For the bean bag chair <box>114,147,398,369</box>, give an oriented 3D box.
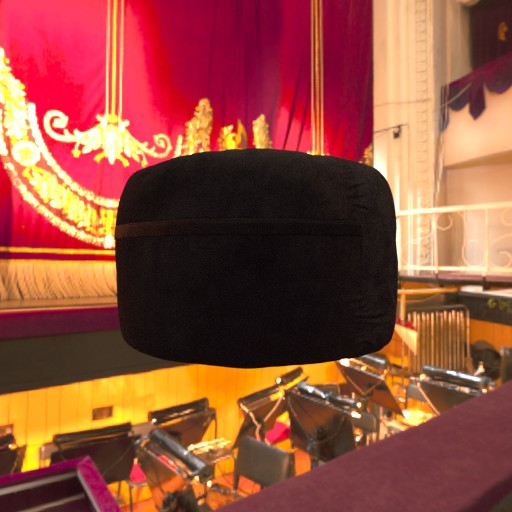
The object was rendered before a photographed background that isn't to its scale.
[{"bbox_3d":[0.000,0.000,1.997,1.219,0.762,1.219,0,0,0],"label":"bean bag chair"}]
